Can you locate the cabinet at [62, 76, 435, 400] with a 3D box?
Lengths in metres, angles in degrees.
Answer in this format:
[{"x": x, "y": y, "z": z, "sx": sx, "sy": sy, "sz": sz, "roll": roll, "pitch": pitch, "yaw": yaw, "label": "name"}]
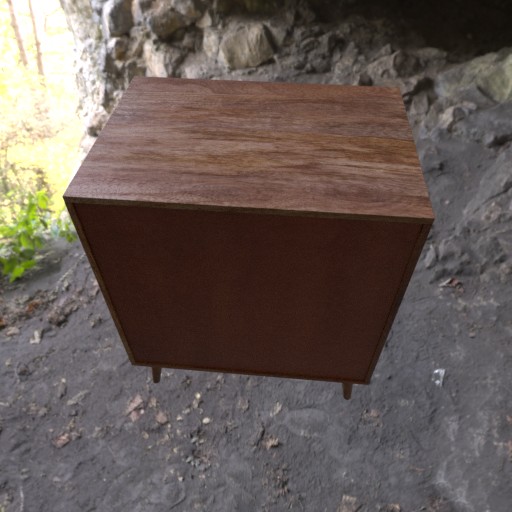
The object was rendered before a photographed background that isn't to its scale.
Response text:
[{"x": 0.000, "y": 0.000, "z": 1.201, "sx": 0.647, "sy": 0.758, "sz": 0.473, "roll": 4, "pitch": 47, "yaw": 4, "label": "cabinet"}]
